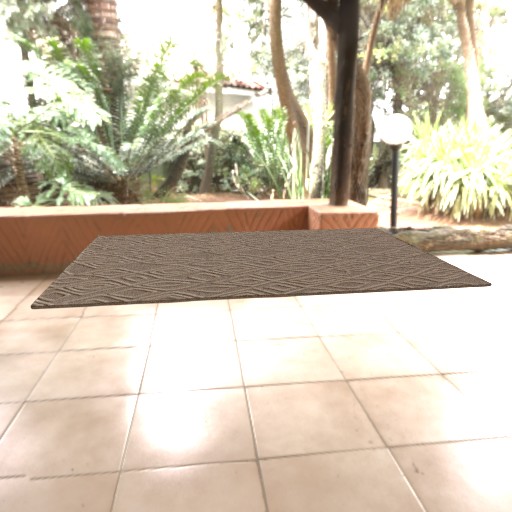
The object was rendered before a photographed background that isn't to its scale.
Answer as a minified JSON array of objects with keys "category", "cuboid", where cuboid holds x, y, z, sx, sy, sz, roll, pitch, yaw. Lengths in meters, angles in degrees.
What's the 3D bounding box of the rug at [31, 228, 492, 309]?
[{"category":"rug","cuboid":[0.000,0.000,2.309,1.832,0.016,1.224,-2,15,-8]}]
